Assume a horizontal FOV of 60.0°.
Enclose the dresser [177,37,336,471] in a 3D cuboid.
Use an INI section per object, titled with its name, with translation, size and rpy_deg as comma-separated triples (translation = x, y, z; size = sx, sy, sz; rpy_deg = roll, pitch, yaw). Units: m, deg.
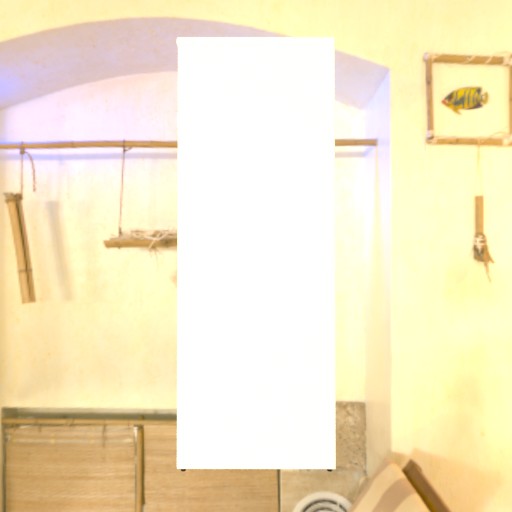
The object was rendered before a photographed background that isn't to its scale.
[dresser]
translation = 0.000, 0.000, 1.458
size = 0.380, 1.040, 0.800
rpy_deg = 0, -1, 0
